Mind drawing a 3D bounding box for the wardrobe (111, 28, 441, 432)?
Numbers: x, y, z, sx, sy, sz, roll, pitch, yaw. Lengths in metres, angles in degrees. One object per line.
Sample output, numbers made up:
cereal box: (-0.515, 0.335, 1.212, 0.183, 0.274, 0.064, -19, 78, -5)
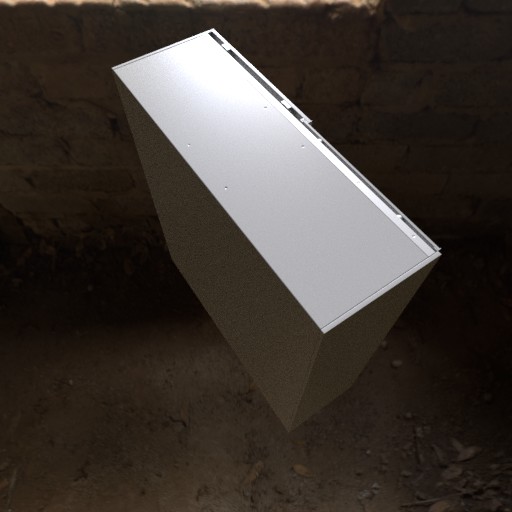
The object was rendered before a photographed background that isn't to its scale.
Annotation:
wardrobe: (0.000, 0.000, 2.865, 0.629, 1.960, 1.780, -30, 63, -17)
